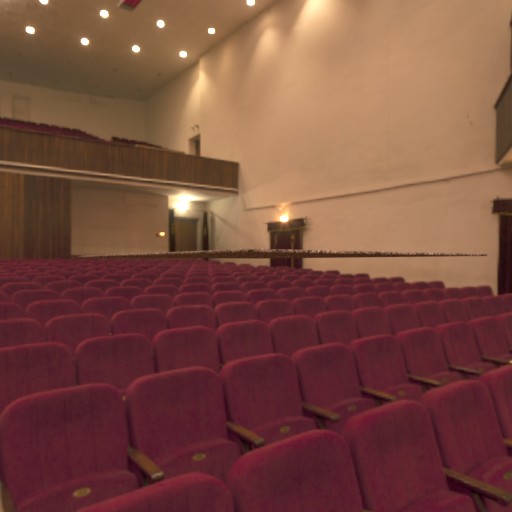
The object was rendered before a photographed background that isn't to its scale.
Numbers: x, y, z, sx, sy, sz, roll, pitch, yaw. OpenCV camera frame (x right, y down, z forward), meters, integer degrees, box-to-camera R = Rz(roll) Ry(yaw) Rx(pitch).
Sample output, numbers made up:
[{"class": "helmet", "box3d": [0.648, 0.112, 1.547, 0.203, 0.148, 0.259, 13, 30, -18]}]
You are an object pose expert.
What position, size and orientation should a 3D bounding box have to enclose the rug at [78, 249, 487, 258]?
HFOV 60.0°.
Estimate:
[{"class": "rug", "box3d": [0.000, 0.000, 4.236, 2.448, 0.017, 3.204, 1, -1, -37]}]
